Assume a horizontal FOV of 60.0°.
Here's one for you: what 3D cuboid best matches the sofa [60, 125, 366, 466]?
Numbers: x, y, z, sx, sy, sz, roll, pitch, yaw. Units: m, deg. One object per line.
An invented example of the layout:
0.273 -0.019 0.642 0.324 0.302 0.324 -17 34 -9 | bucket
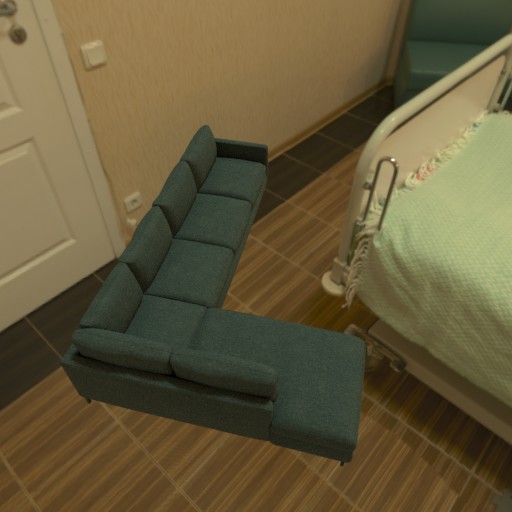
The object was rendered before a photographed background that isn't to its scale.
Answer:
0.000 0.000 3.886 2.007 0.815 2.949 10 47 9 | sofa
